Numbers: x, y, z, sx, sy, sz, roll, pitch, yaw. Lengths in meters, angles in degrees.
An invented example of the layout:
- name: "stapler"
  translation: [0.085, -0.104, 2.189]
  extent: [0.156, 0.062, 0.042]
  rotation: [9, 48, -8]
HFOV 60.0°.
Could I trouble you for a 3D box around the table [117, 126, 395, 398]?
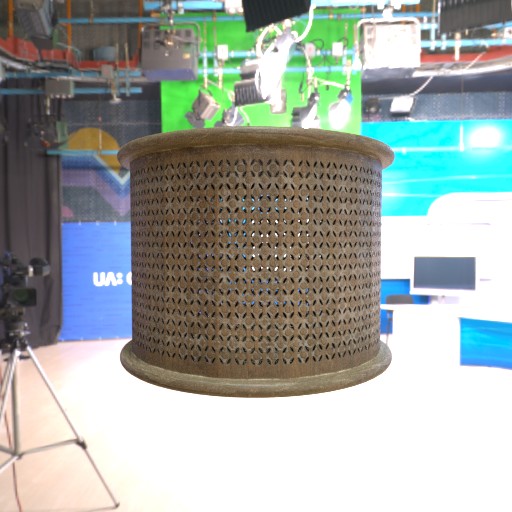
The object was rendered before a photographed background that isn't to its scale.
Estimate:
- name: "table"
  translation: [0.000, 0.000, 1.024]
  extent: [0.607, 0.450, 0.607]
  rotation: [0, 2, 0]
